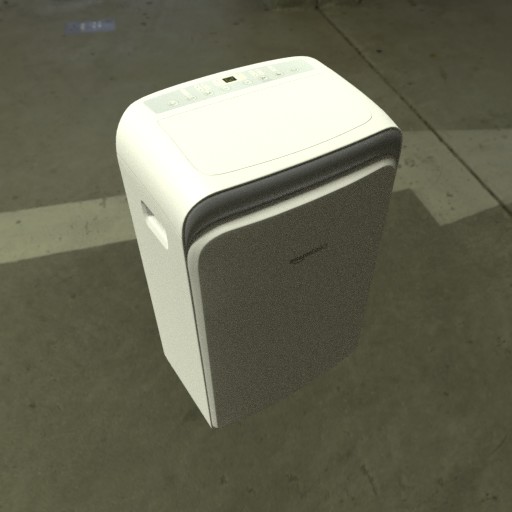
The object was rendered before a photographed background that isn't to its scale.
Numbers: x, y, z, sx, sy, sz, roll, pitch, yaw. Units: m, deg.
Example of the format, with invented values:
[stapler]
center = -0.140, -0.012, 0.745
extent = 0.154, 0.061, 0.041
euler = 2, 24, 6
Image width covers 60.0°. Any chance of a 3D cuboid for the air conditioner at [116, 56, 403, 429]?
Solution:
[air conditioner]
center = 0.000, 0.000, 0.939
extent = 0.454, 0.700, 0.365
euler = -24, 51, -21
